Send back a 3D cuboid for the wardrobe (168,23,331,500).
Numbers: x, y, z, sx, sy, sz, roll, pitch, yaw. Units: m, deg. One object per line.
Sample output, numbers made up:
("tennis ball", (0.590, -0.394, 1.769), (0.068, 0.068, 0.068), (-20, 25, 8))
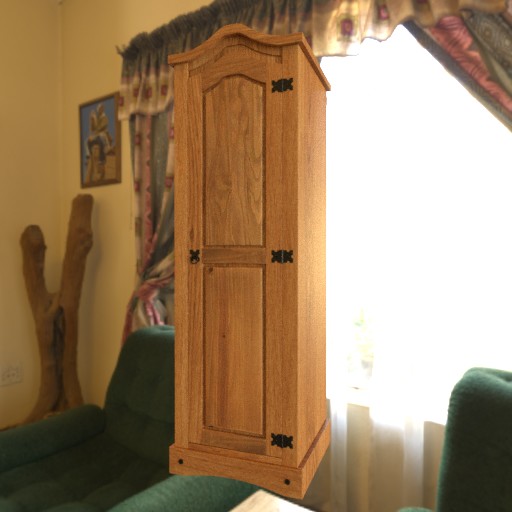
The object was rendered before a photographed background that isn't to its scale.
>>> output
("wardrobe", (0.000, 0.000, 2.062), (0.590, 1.870, 0.570), (0, 1, 21))
